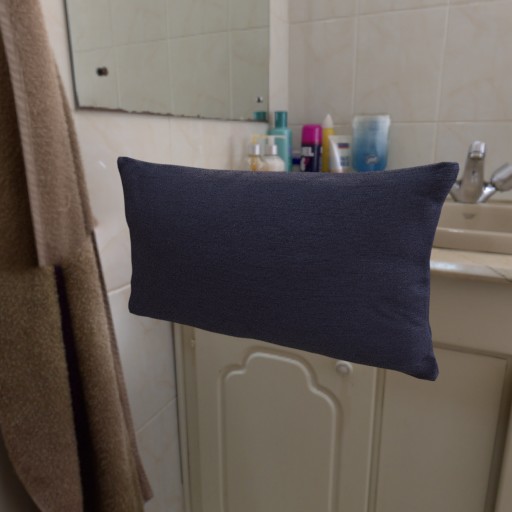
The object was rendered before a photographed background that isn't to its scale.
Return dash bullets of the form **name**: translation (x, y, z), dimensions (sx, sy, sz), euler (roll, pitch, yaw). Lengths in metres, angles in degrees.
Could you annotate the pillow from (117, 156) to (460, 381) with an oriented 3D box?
- **pillow**: translation (0.000, 0.000, 0.787), dimensions (0.633, 0.338, 0.210), euler (7, 16, 26)
